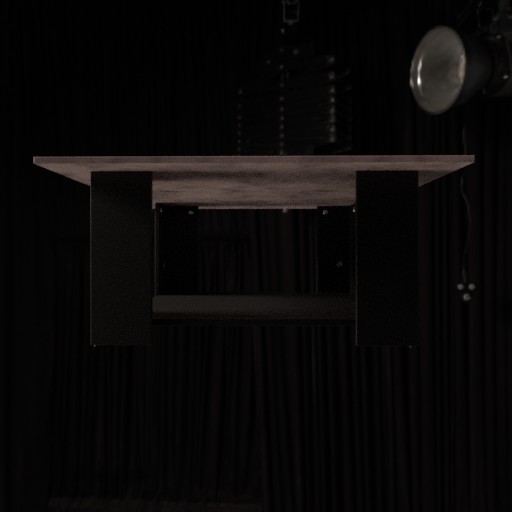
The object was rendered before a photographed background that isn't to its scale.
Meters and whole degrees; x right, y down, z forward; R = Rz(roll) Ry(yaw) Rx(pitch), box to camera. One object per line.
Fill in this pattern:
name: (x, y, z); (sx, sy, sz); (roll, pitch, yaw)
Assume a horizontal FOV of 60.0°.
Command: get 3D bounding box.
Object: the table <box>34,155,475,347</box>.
table: (0.000, 0.000, 1.008); (0.670, 0.305, 0.670); (0, 0, 1)
